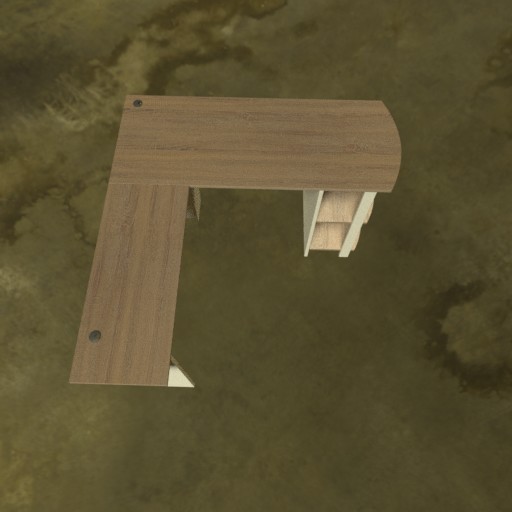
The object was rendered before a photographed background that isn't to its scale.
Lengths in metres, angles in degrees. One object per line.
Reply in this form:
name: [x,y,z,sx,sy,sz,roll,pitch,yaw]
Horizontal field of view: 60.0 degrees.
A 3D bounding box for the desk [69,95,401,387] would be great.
desk: [0.000,0.000,2.186,1.303,0.716,1.361,2,65,1]
